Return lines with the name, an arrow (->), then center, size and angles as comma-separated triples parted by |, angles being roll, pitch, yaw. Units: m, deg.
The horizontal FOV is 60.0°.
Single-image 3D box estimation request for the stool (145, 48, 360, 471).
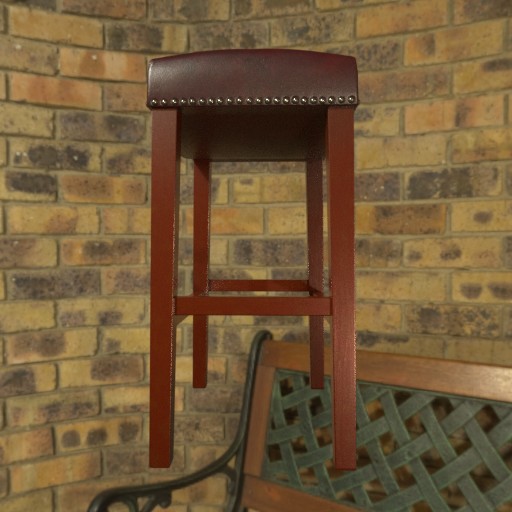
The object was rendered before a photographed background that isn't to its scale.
stool -> 0.000, 0.000, 1.008 | 0.372, 0.742, 0.504 | 0, 1, 2
